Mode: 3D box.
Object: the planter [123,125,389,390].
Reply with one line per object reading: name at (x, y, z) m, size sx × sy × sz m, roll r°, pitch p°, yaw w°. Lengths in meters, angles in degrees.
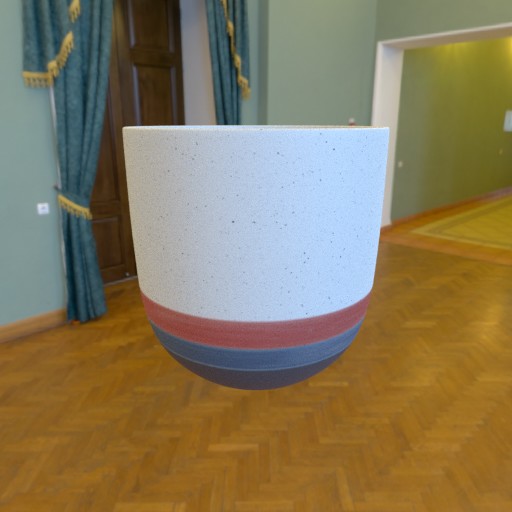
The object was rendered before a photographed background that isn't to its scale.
planter at (0.000, 0.000, 0.382) m, size 0.204 × 0.214 × 0.204 m, roll 0°, pitch 17°, yaw 0°
